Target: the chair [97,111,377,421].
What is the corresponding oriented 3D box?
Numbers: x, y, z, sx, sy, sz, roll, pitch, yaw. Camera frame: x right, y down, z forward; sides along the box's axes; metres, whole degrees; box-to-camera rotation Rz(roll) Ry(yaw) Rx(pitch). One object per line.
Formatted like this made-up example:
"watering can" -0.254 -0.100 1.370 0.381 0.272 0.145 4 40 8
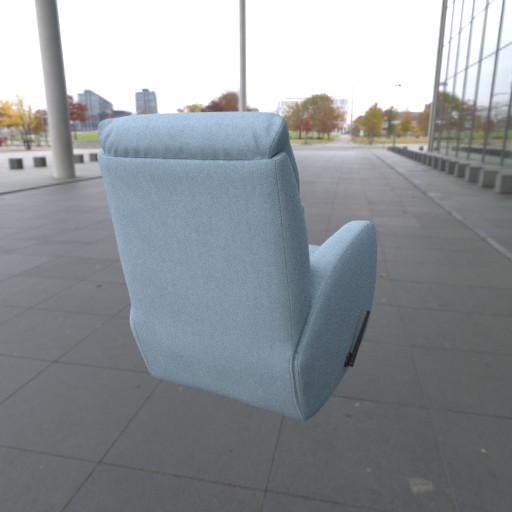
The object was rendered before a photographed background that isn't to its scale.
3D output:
"chair" 0.000 0.000 1.692 0.812 1.013 0.940 7 17 25
